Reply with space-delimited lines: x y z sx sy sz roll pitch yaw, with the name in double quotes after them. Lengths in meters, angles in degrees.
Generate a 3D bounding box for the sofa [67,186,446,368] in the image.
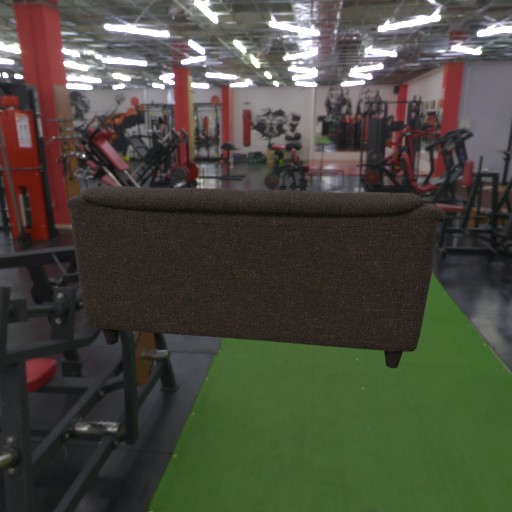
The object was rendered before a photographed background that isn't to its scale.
0.000 0.000 2.325 1.849 0.790 0.887 3 16 9 "sofa"
